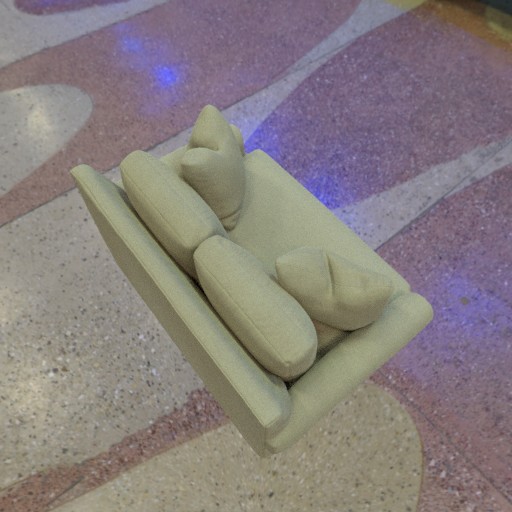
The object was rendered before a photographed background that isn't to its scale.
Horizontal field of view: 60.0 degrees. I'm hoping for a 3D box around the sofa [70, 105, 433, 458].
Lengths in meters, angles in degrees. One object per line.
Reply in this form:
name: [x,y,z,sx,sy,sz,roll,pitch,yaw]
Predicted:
sofa: [0.000,0.000,2.195,1.070,0.905,1.550,-34,64,-19]
